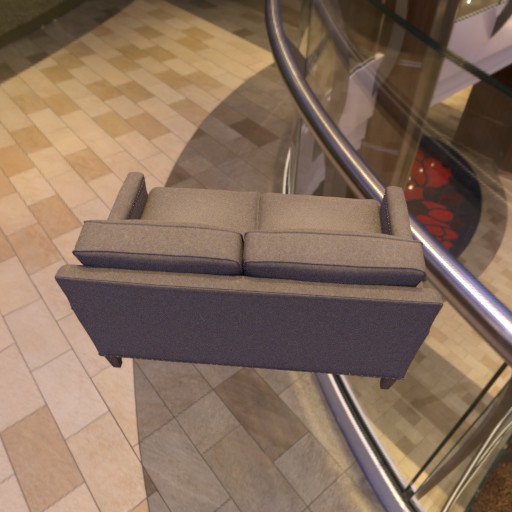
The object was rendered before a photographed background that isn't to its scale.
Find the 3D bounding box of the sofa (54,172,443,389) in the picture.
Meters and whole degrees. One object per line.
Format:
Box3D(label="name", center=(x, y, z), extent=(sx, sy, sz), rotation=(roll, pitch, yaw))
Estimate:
Box3D(label="sofa", center=(0.000, 0.000, 2.307), extent=(1.597, 1.003, 1.084), rotation=(4, 46, 4))
